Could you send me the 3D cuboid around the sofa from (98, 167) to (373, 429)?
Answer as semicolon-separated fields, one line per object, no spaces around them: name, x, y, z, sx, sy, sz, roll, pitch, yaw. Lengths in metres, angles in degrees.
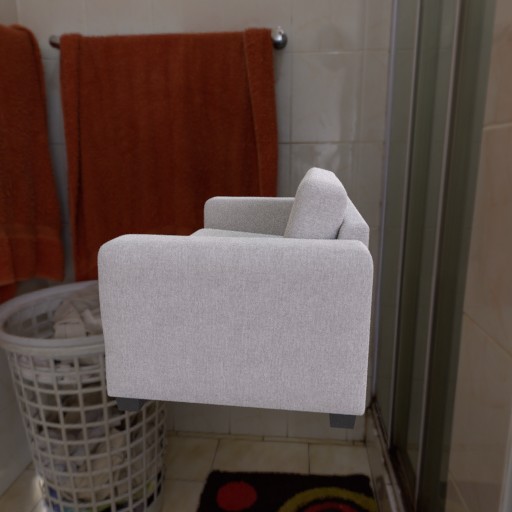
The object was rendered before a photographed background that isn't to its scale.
sofa;0.000;0.000;2.100;0.900;0.800;1.540;2;13;8
